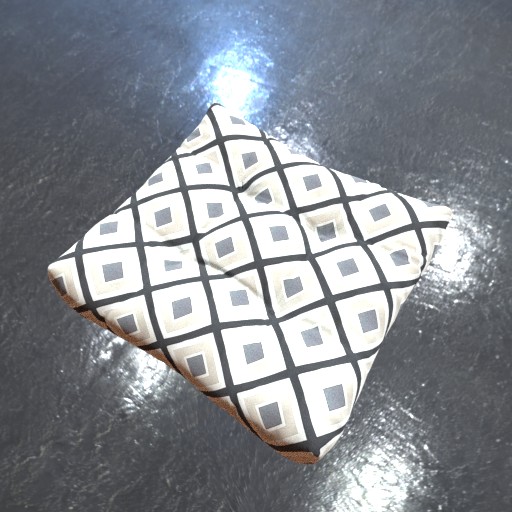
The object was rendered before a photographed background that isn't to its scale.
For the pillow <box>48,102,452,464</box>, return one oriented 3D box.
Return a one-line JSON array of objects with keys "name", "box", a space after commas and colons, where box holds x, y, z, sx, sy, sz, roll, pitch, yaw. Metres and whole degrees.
[{"name": "pillow", "box": [0.000, 0.000, 0.729, 0.490, 0.128, 0.468, 29, 63, 17]}]
